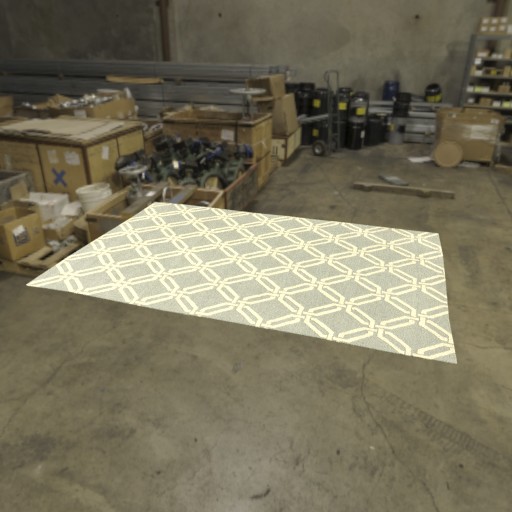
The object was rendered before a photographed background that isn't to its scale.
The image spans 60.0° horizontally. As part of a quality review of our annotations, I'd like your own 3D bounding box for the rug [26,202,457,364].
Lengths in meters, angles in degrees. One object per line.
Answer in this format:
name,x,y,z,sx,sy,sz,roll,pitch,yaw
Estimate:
rug,0.000,0.000,2.179,1.754,0.010,1.148,8,27,16
